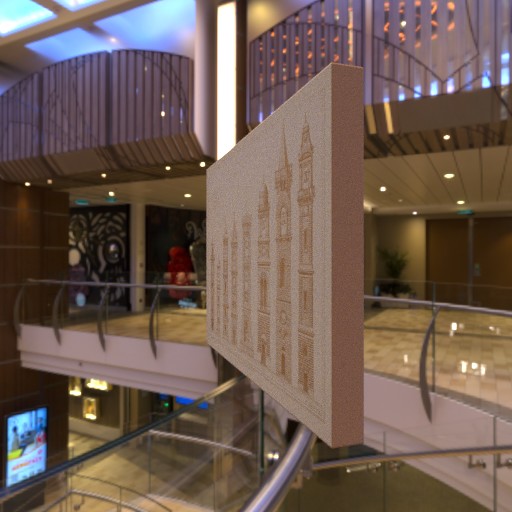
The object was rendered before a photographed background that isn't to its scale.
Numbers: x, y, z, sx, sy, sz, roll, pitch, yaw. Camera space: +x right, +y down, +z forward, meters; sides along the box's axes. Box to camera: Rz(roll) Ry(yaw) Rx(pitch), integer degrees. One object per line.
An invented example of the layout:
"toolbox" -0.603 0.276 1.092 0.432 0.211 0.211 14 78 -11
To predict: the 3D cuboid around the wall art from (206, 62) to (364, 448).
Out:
"wall art" 0.000 0.000 0.762 0.039 0.407 0.609 0 0 -19
